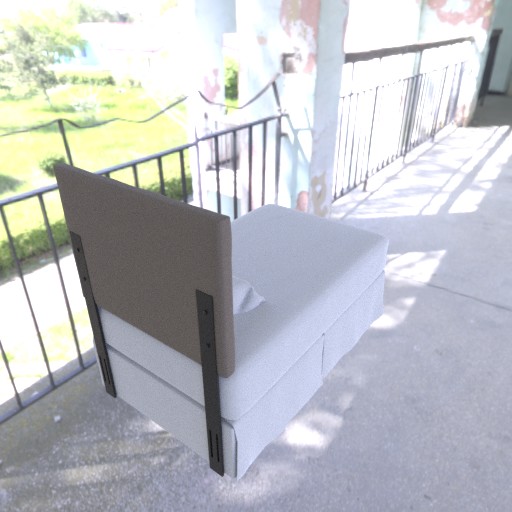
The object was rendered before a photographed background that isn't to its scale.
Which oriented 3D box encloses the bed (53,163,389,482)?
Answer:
[{"bbox_3d":[0.000,0.000,3.024,1.261,1.571,1.997,20,35,32],"label":"bed"}]
